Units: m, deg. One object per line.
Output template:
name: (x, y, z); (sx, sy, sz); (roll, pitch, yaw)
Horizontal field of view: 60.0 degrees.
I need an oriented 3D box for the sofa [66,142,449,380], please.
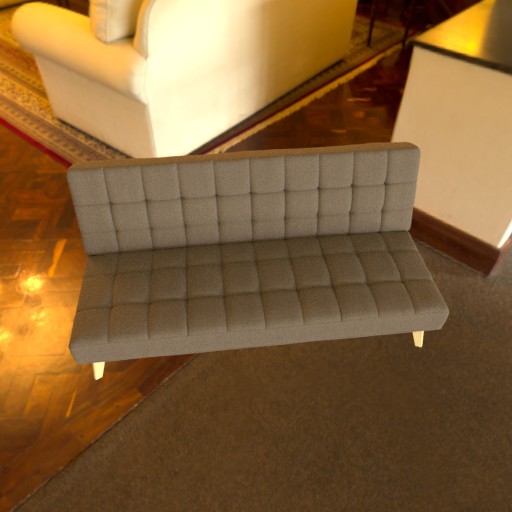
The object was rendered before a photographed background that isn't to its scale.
sofa: (0.000, 0.000, 2.296); (1.800, 0.810, 0.860); (-5, 46, -4)
